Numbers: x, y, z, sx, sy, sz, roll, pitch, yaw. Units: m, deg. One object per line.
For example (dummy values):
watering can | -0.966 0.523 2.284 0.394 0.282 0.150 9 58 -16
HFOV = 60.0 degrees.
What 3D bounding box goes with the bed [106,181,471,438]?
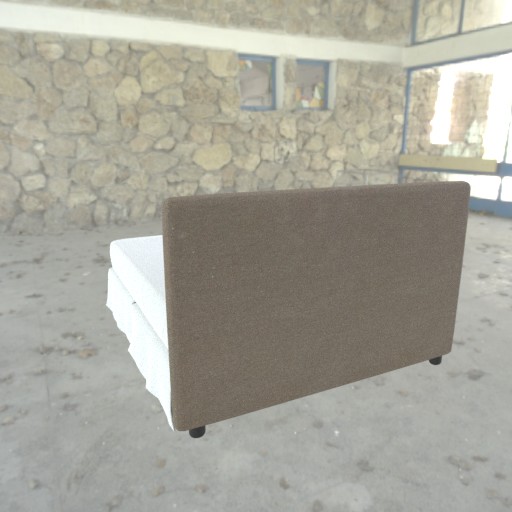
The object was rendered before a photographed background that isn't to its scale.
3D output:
bed | 0.000 0.000 3.608 2.119 1.317 2.341 -7 16 -26
